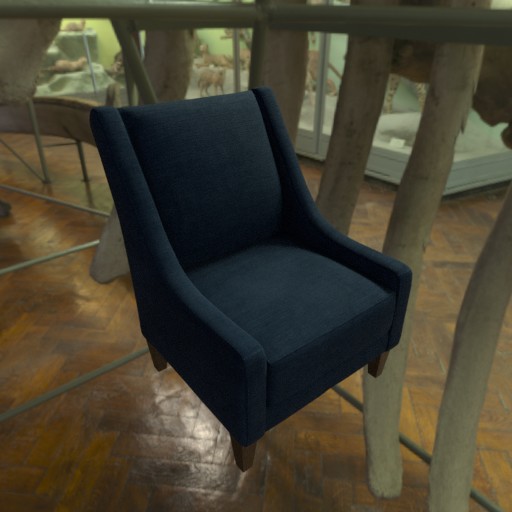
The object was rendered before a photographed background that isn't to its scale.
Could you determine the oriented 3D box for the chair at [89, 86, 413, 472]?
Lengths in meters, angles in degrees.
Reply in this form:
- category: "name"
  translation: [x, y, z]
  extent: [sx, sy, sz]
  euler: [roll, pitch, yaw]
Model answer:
- category: "chair"
  translation: [0.000, 0.000, 1.611]
  extent: [0.774, 1.014, 0.870]
  euler: [-21, 36, -33]
